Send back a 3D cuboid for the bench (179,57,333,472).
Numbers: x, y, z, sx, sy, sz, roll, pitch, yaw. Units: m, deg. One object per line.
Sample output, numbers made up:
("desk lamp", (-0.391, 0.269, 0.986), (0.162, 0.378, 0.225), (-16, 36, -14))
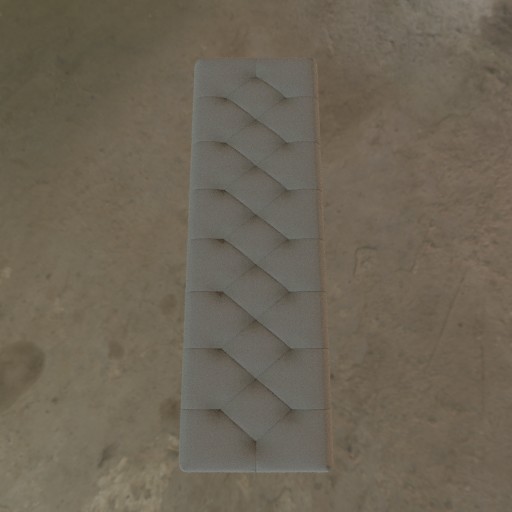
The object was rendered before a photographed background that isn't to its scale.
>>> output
("bench", (0.000, 0.000, 1.735), (0.479, 0.488, 1.488), (0, 75, 0))
